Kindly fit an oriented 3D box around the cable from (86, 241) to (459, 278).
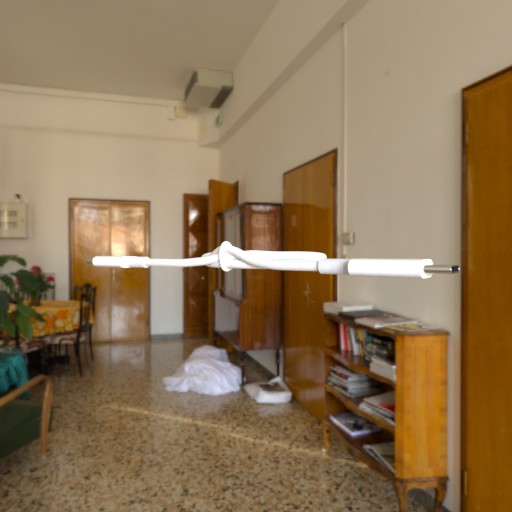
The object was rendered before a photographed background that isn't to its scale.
[{"bbox_3d":[0.000,0.000,0.226,0.203,0.014,0.070,0,1,37],"label":"cable"}]
